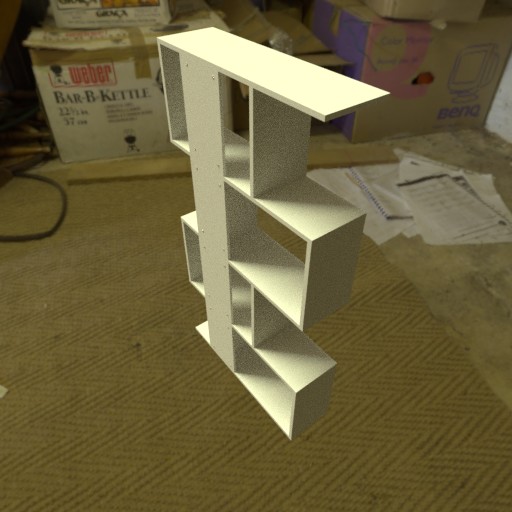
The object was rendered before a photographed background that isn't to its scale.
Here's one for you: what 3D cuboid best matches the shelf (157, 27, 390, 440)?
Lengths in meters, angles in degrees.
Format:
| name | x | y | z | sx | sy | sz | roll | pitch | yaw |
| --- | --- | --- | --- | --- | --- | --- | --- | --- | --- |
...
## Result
| name | x | y | z | sx | sy | sz | roll | pitch | yaw |
| --- | --- | --- | --- | --- | --- | --- | --- | --- | --- |
| shelf | 0.000 | 0.000 | 1.963 | 0.250 | 1.650 | 0.890 | -26 | 47 | -28 |
